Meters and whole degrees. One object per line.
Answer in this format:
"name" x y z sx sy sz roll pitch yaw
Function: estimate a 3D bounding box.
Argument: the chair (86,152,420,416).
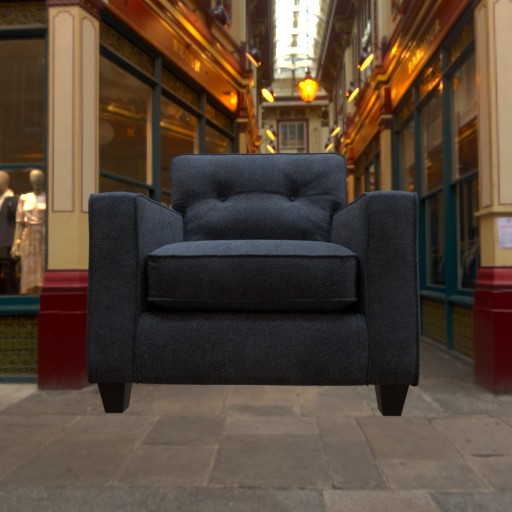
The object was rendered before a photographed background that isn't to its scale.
"chair" 0.000 0.000 1.753 1.015 0.965 0.939 0 -1 2
